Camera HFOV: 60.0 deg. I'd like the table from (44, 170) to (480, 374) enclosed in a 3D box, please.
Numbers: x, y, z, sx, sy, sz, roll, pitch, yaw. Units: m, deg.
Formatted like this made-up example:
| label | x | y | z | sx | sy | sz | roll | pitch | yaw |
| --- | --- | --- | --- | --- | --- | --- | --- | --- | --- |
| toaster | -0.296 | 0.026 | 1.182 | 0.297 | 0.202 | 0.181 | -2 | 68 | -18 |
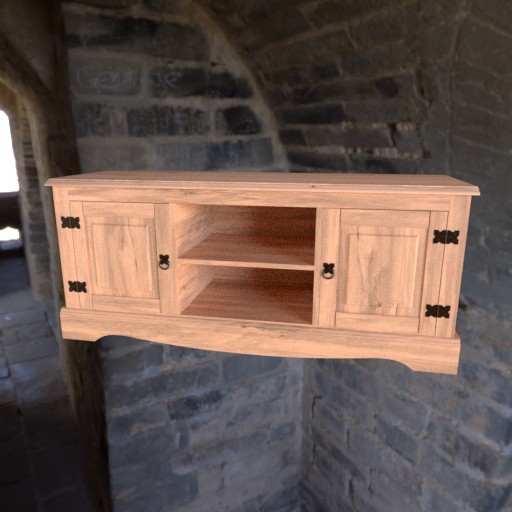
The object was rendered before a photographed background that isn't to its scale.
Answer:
| label | x | y | z | sx | sy | sz | roll | pitch | yaw |
| --- | --- | --- | --- | --- | --- | --- | --- | --- | --- |
| table | 0.000 | 0.000 | 1.451 | 1.200 | 0.510 | 0.400 | 3 | 15 | 11 |
